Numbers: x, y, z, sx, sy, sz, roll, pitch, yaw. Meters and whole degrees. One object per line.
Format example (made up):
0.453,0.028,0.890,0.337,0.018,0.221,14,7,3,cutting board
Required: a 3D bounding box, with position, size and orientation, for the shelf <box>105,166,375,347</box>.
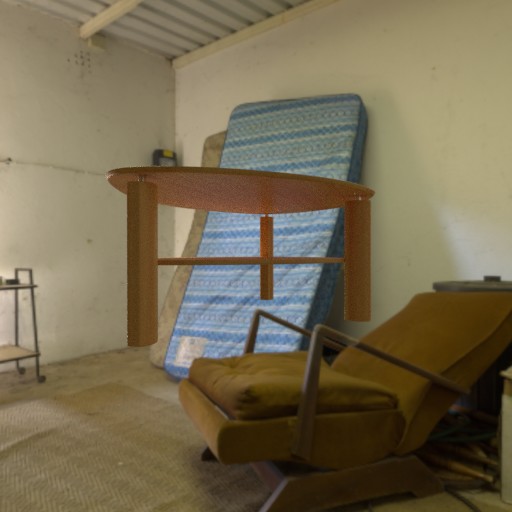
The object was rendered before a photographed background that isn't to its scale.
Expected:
0.000,0.000,1.627,0.845,0.440,1.246,0,0,18,shelf
